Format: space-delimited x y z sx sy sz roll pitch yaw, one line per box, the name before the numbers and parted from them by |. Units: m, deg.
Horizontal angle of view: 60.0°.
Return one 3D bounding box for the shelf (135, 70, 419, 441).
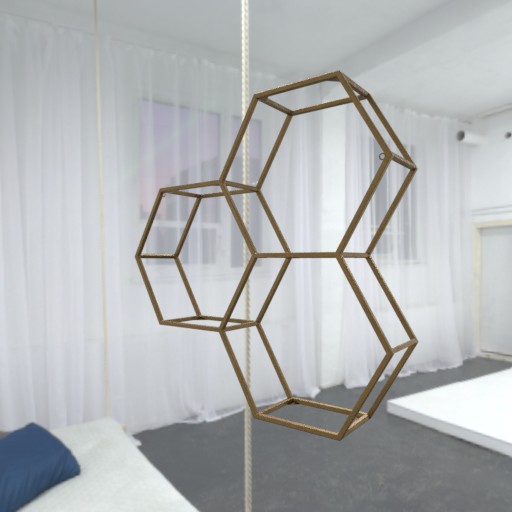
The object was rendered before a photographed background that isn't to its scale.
shelf | 0.000 0.000 1.048 0.708 0.701 0.150 0 -1 37
